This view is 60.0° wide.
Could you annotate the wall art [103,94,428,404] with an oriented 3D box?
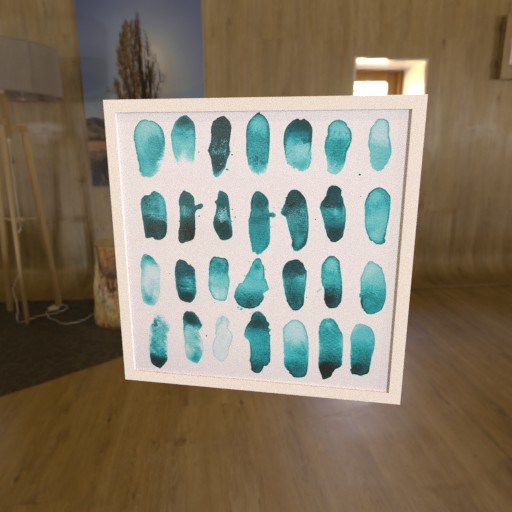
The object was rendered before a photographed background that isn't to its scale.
[{"bbox_3d":[0.000,0.000,0.826,0.558,0.559,0.009,2,14,9],"label":"wall art"}]
